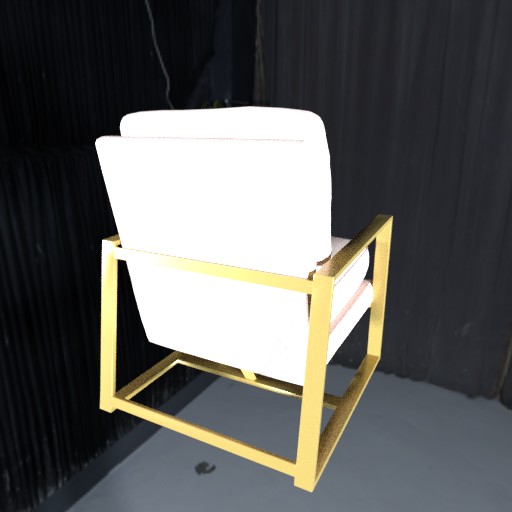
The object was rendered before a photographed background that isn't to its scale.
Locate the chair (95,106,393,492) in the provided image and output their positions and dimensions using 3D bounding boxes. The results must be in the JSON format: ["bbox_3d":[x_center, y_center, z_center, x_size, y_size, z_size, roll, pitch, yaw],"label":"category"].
[{"bbox_3d":[0.000,0.000,1.521,0.758,0.956,0.813,9,19,27],"label":"chair"}]
